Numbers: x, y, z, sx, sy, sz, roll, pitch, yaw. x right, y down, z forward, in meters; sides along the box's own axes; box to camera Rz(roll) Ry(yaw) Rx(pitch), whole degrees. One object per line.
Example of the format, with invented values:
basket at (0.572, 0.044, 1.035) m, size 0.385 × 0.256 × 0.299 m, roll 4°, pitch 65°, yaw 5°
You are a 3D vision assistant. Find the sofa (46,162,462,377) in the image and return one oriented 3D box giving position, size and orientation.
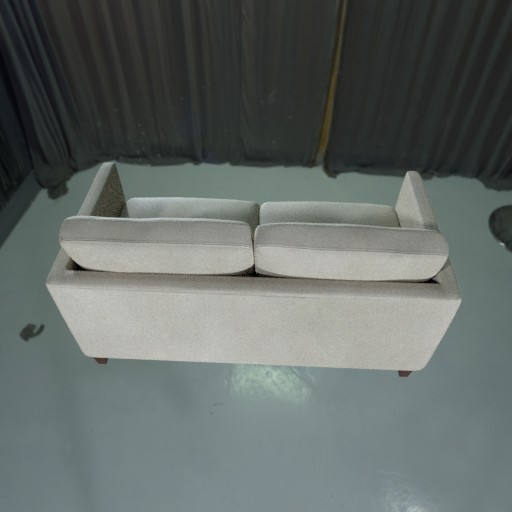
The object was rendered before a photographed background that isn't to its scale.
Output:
sofa at (0.000, 0.000, 2.418) m, size 1.846 × 0.940 × 0.950 m, roll 2°, pitch 47°, yaw 2°
